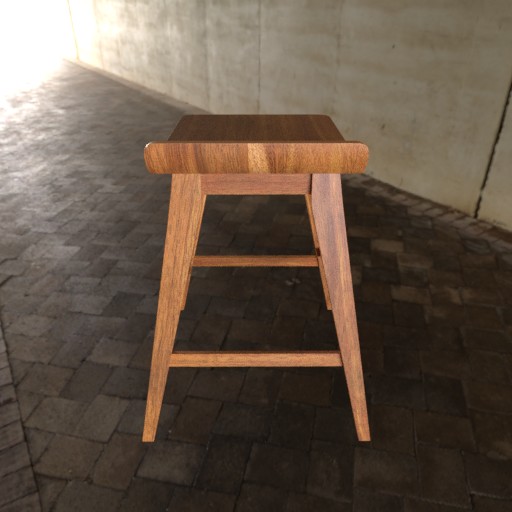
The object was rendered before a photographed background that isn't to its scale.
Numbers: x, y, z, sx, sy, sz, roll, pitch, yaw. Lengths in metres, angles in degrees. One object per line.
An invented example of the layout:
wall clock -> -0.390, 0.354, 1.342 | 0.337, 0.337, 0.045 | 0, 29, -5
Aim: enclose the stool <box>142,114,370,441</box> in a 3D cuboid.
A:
stool -> 0.000, 0.000, 1.027 | 0.500, 0.650, 0.500 | 0, 30, 0
